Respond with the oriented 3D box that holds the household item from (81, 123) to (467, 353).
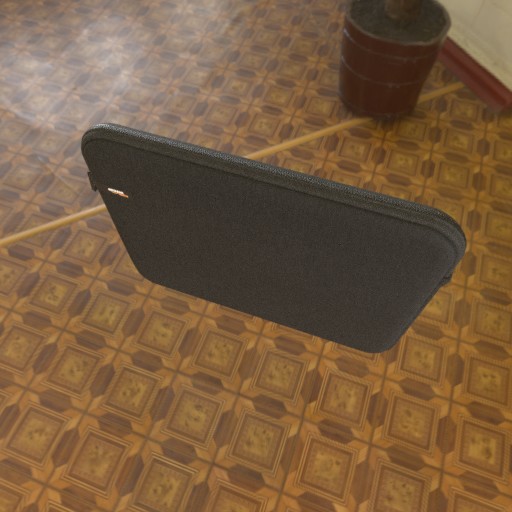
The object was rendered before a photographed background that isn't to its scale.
[{"bbox_3d":[0.000,0.000,0.522,0.396,0.305,0.030,17,60,10],"label":"household item"}]
